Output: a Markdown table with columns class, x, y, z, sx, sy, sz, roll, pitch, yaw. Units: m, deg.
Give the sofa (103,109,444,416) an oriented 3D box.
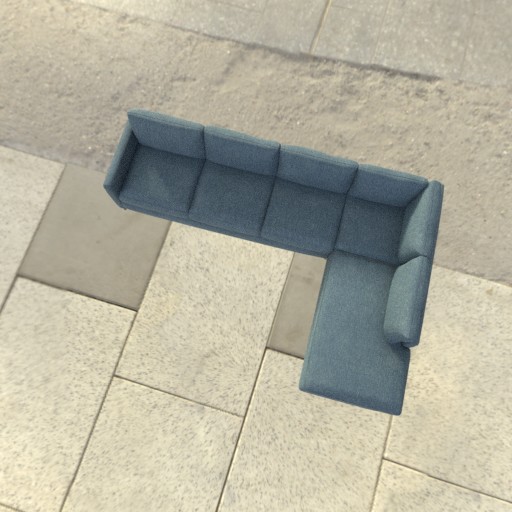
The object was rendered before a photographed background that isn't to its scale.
| class | x | y | z | sx | sy | sz | roll | pitch | yaw |
| --- | --- | --- | --- | --- | --- | --- | --- | --- | --- |
| sofa | 0.000 | 0.000 | 3.896 | 2.949 | 0.815 | 2.007 | 14 | 75 | 4 |
